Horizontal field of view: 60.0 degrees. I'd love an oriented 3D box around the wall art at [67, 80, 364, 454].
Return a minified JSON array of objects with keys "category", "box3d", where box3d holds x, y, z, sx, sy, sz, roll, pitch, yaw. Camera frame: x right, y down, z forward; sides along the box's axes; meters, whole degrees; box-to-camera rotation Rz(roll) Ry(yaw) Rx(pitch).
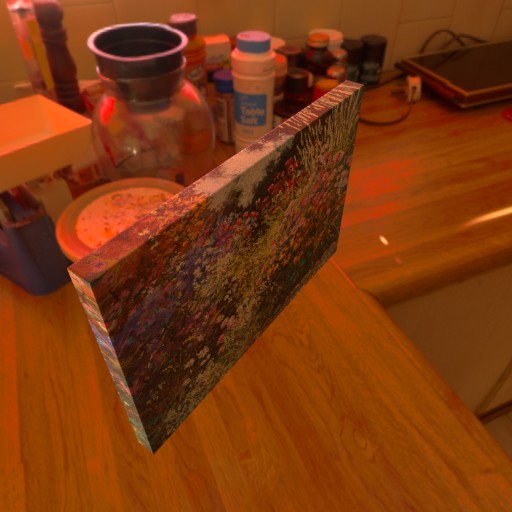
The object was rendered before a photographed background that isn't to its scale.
[{"category":"wall art","box3d":[0.000,0.000,0.769,0.037,0.406,0.610,27,49,26]}]
